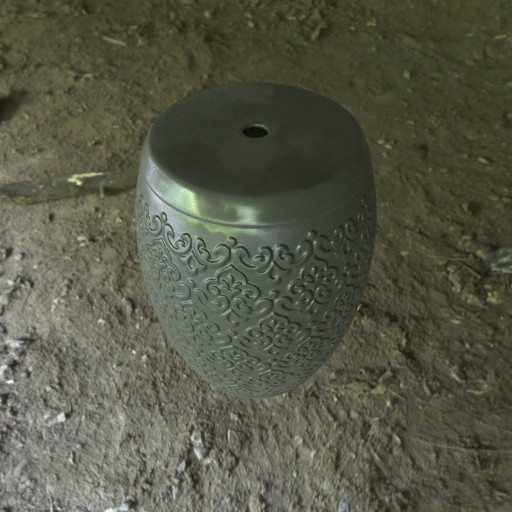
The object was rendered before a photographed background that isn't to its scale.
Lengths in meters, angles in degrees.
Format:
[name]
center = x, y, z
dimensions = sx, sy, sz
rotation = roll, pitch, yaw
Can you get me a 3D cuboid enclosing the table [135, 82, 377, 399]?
[table]
center = 0.000, 0.000, 0.620
dimensions = 0.309, 0.397, 0.309
rotation = 0, 47, 0
